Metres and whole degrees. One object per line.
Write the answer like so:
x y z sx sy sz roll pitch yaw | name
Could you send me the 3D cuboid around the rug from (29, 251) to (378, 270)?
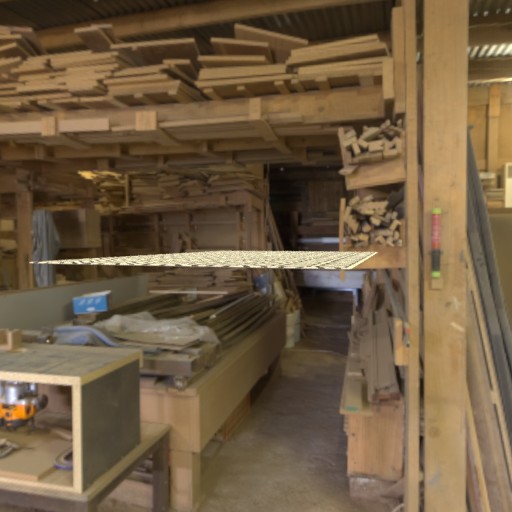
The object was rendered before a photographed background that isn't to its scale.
0.000 0.000 3.053 1.523 0.008 2.438 1 2 18 | rug
